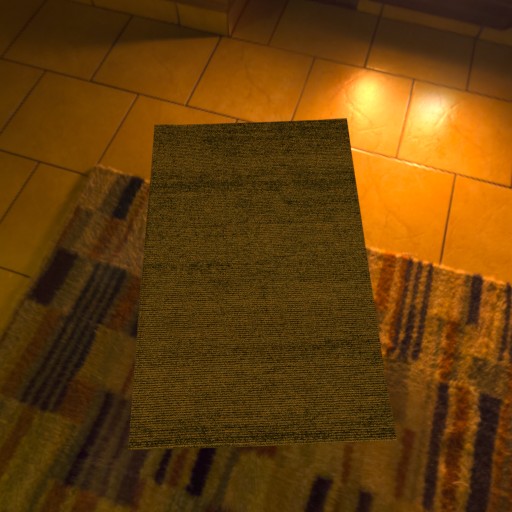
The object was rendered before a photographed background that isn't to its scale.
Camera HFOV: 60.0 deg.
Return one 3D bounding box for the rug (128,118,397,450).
[{"bbox_3d":[0.000,0.000,2.251,1.145,0.021,1.777,-2,65,-1],"label":"rug"}]
